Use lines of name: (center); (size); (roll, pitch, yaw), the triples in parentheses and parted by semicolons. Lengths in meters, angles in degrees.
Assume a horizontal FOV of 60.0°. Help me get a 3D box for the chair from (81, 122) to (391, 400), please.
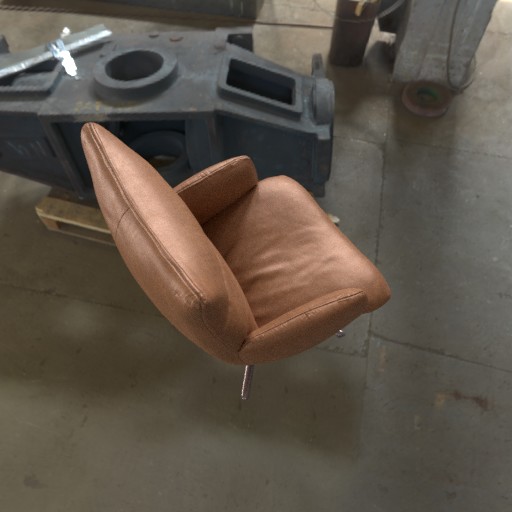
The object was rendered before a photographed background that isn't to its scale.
chair: (0.000, 0.000, 1.509); (0.794, 1.027, 0.711); (-29, 62, -17)
